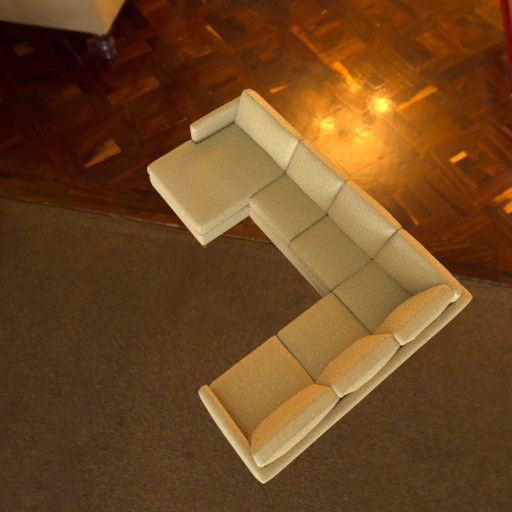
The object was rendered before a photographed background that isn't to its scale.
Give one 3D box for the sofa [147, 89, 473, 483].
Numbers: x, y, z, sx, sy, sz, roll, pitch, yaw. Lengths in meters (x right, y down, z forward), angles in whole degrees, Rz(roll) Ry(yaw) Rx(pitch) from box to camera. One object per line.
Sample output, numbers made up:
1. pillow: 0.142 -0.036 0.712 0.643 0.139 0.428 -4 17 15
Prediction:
1. sofa: 0.000 0.000 4.657 2.594 0.961 3.460 -35 69 -16
